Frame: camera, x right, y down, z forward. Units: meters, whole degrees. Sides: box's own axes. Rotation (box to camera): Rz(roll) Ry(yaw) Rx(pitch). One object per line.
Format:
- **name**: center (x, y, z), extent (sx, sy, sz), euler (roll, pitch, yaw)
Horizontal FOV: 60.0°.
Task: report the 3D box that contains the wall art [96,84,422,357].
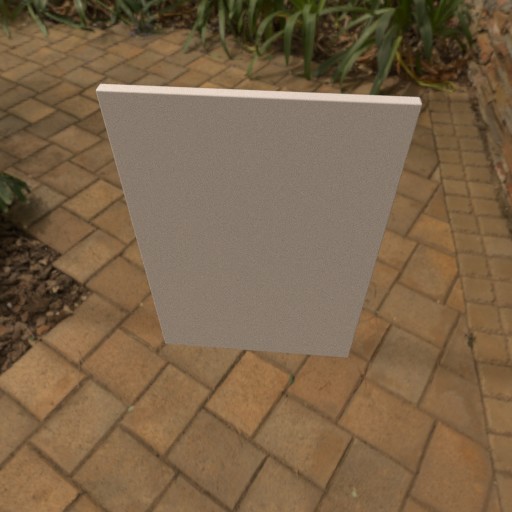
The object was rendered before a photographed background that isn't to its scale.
- **wall art**: center (0.000, 0.000, 1.054), extent (0.556, 0.813, 0.026), euler (4, 47, 3)
